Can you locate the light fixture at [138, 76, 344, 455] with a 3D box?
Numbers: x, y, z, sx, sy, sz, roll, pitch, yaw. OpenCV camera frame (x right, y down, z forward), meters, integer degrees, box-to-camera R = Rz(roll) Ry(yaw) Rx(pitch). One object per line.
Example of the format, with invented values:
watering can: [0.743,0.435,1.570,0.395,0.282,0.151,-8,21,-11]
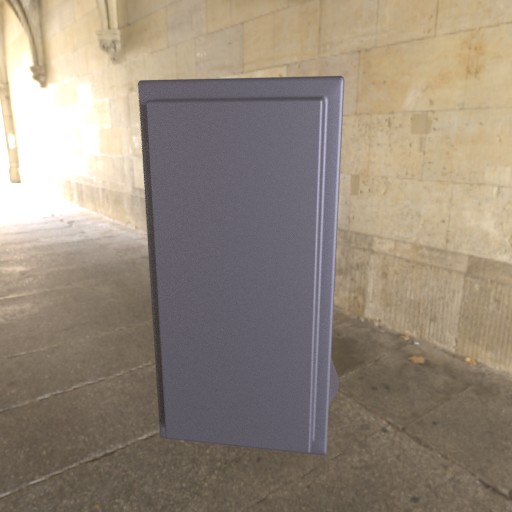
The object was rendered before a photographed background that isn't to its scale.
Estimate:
light fixture: [0.000,0.000,0.425,0.170,0.298,0.207,2,15,9]
